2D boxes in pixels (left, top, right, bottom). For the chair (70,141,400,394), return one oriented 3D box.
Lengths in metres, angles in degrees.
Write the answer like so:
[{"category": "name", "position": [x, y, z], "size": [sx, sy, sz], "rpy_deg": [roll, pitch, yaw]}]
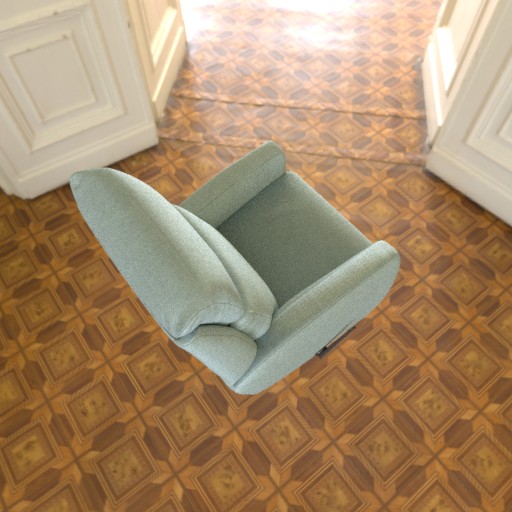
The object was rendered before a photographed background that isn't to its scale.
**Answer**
[{"category": "chair", "position": [0.000, 0.000, 1.693], "size": [0.940, 1.013, 0.812], "rpy_deg": [-33, 64, -19]}]
